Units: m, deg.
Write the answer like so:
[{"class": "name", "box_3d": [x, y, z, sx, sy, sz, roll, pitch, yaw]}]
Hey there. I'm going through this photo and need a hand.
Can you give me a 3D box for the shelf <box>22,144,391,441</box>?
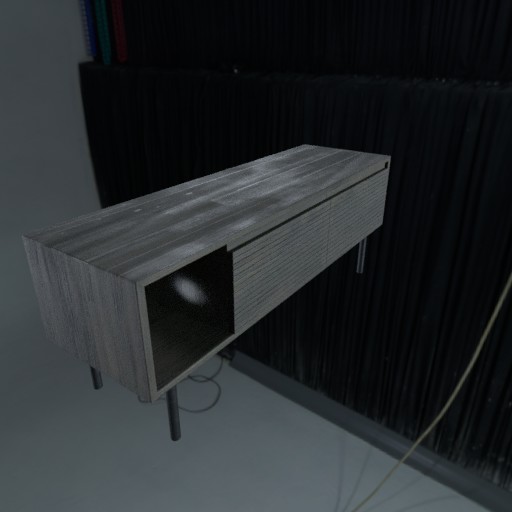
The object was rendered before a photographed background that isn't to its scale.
[{"class": "shelf", "box_3d": [0.000, 0.000, 1.500, 0.400, 0.495, 1.300, 17, 30, 32]}]
